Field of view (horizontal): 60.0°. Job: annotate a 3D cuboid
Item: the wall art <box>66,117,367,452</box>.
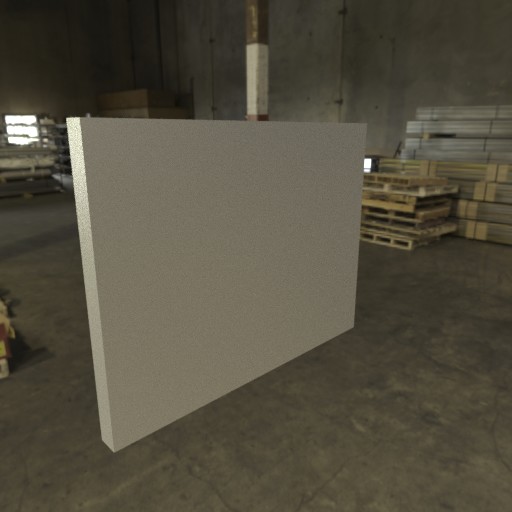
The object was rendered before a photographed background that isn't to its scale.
[{"bbox_3d":[0.000,0.000,1.378,1.056,0.801,0.066,-15,22,-42],"label":"wall art"}]
